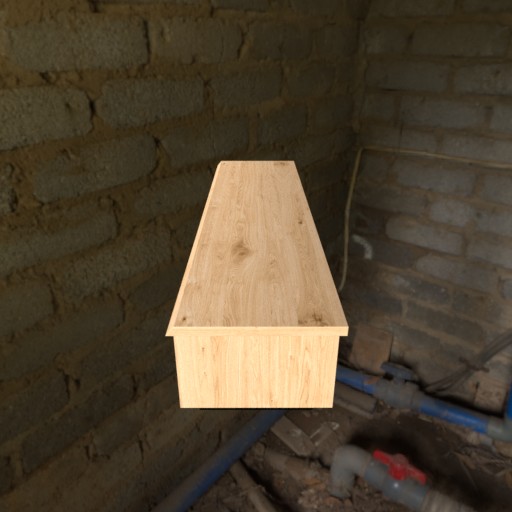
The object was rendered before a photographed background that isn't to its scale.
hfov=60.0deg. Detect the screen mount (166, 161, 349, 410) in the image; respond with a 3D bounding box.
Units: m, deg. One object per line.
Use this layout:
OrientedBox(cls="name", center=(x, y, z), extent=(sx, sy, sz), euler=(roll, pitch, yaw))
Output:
OrientedBox(cls="screen mount", center=(0.000, 0.000, 1.942), extent=(0.450, 0.430, 1.700), euler=(0, 26, 0))
